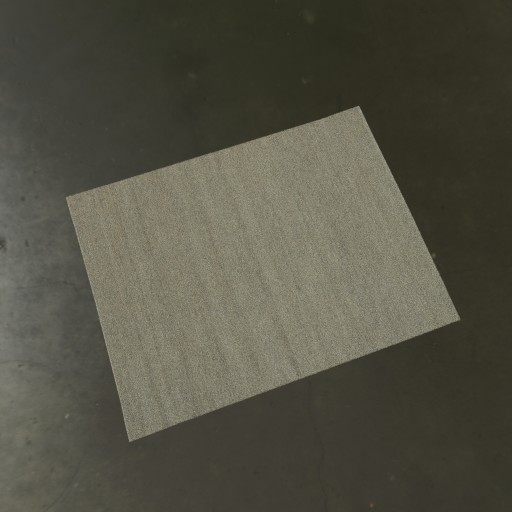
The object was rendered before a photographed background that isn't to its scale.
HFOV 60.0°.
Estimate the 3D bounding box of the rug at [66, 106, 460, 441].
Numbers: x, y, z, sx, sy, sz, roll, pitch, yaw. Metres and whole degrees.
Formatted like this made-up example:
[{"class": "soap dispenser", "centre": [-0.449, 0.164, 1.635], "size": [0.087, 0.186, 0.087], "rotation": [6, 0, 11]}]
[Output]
[{"class": "rug", "centre": [0.000, 0.000, 4.854], "size": [3.626, 0.051, 2.757], "rotation": [-19, 75, -5]}]
